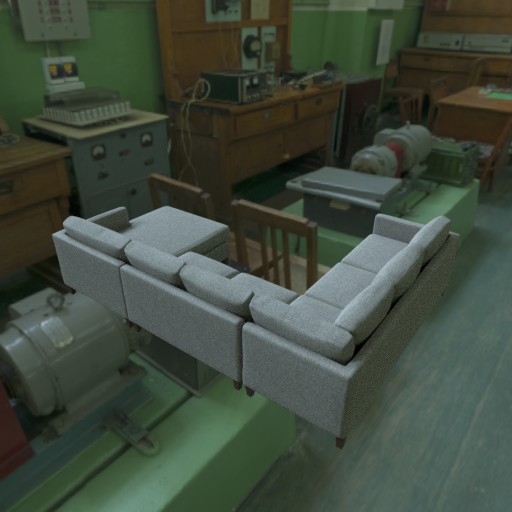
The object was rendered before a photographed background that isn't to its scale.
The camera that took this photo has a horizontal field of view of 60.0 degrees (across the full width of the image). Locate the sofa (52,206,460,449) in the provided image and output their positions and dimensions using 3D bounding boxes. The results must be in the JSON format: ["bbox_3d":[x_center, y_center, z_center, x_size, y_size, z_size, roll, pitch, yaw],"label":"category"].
[{"bbox_3d":[0.000,0.000,4.733,3.460,0.959,2.593,20,36,31],"label":"sofa"}]
